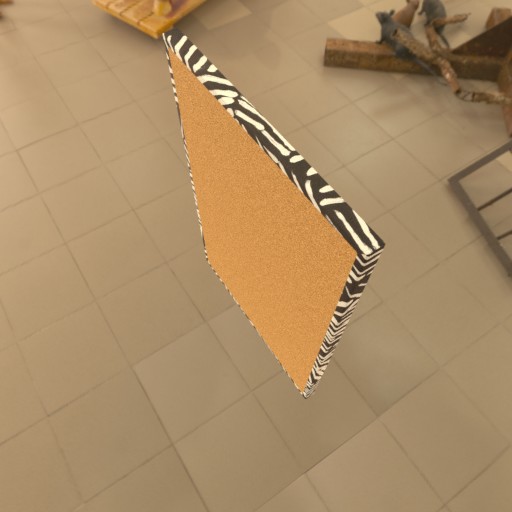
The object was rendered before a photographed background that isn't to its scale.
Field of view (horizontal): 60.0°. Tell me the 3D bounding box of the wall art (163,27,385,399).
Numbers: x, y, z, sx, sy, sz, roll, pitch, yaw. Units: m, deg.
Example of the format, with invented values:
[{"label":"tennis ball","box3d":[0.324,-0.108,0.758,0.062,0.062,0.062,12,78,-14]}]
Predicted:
[{"label":"wall art","box3d":[0.000,0.000,1.151,0.035,0.918,0.615,-30,64,-16]}]
